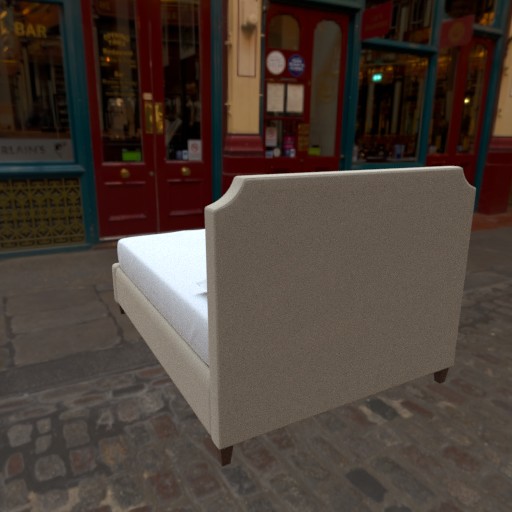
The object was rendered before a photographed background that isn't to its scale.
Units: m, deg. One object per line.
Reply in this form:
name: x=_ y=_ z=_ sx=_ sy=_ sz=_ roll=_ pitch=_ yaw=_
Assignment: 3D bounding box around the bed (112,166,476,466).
bed: x=0.000 y=0.000 z=3.350 sx=1.703 sy=1.415 sz=2.329 roll=-8 pitch=17 yaw=-28
